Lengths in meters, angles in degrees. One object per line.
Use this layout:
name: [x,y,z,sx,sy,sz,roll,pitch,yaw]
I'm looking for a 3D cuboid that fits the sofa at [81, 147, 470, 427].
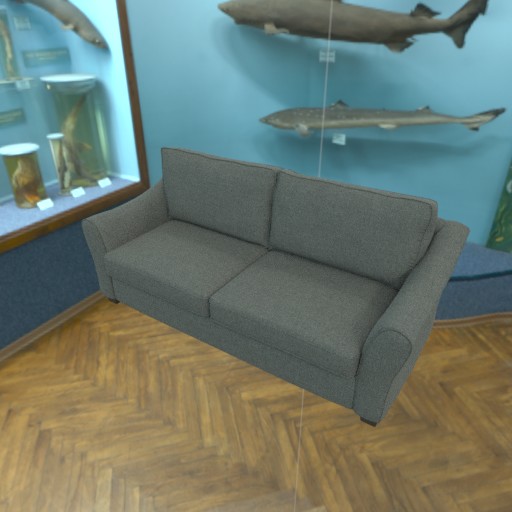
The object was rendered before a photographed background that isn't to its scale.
sofa: [0.000,0.000,2.766,2.203,0.976,1.013,18,34,29]
